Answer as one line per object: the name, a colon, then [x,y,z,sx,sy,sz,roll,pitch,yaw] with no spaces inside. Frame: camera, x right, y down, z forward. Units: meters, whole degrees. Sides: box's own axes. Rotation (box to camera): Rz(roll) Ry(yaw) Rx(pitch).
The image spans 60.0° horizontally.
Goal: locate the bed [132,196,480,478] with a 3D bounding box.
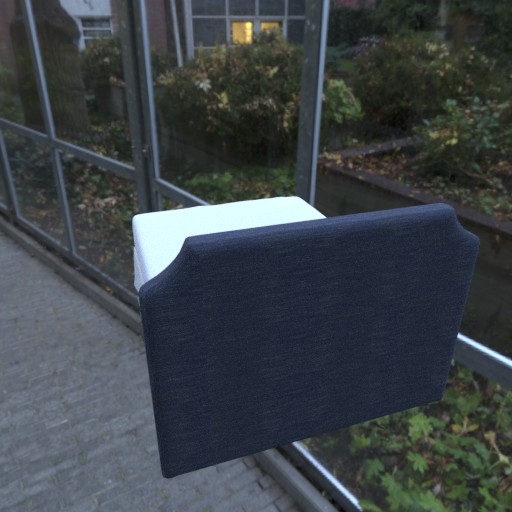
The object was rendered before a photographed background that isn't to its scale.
bed: [0.000,0.000,3.060,1.693,1.290,2.116,-9,28,-17]
